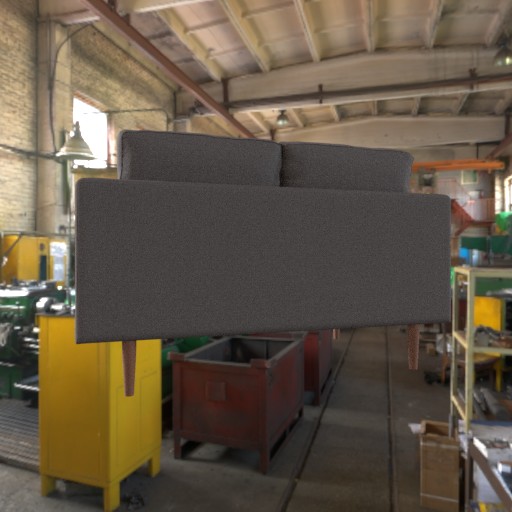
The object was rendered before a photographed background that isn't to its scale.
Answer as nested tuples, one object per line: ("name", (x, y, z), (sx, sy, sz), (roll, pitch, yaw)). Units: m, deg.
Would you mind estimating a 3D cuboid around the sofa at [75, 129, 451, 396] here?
("sofa", (0.000, 0.000, 1.957), (1.430, 0.908, 0.796), (0, 0, -17))
